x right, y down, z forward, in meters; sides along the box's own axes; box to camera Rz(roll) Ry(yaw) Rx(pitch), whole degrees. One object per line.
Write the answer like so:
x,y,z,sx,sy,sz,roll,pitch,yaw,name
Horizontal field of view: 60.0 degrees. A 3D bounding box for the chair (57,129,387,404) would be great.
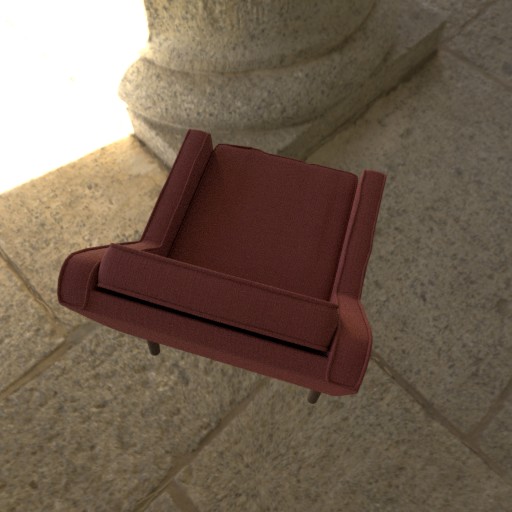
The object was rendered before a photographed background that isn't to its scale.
0.000,0.000,1.364,0.680,0.812,0.770,15,64,7,chair
